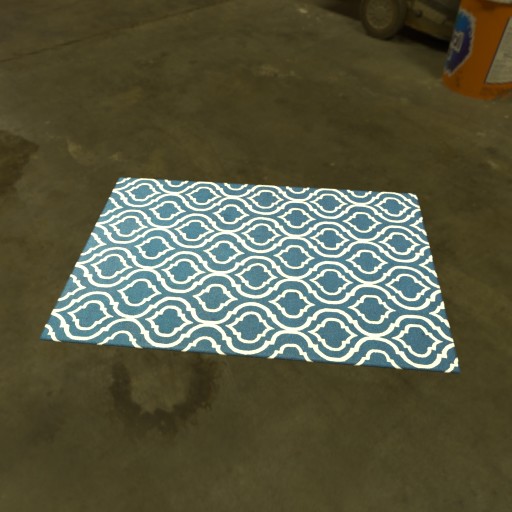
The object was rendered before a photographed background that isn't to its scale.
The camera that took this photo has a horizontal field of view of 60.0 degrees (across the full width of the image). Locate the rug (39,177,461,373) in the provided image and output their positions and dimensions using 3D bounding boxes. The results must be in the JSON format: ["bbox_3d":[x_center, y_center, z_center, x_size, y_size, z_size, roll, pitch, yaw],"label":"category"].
[{"bbox_3d":[0.000,0.000,2.220,1.753,0.010,1.143,4,47,4],"label":"rug"}]
